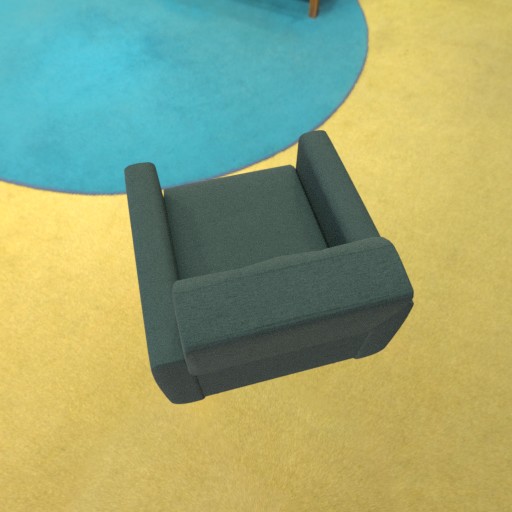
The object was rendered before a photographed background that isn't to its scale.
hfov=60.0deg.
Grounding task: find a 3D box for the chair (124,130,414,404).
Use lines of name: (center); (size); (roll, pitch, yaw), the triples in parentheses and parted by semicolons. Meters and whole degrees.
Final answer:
chair: (0.000, 0.000, 1.611); (0.831, 0.841, 0.909); (-12, 58, -8)
